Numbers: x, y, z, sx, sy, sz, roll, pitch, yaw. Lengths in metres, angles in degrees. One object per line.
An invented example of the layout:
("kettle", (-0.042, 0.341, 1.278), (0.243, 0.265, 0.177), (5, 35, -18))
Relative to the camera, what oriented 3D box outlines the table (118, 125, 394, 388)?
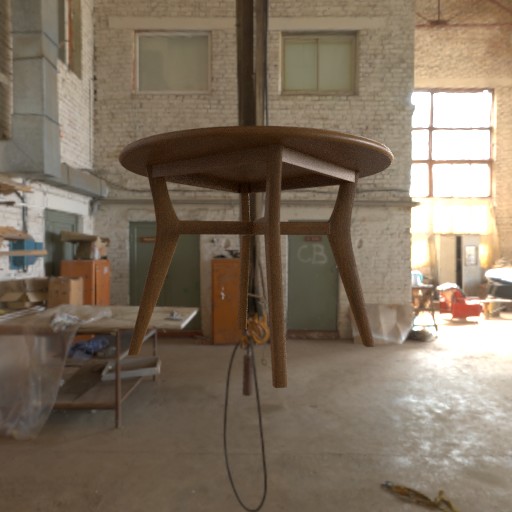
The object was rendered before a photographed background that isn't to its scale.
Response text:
("table", (0.000, 0.000, 1.785), (1.055, 0.757, 1.055), (0, 1, 0))
